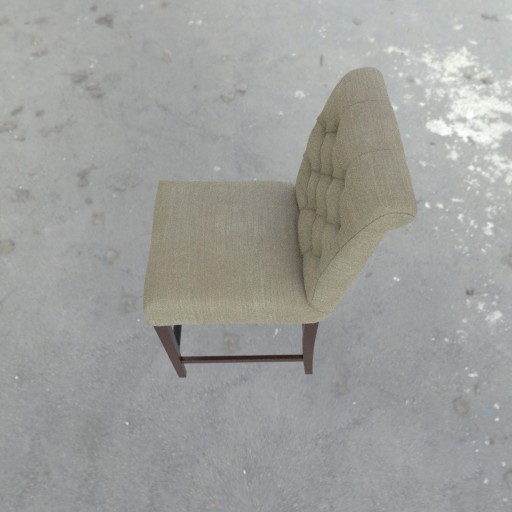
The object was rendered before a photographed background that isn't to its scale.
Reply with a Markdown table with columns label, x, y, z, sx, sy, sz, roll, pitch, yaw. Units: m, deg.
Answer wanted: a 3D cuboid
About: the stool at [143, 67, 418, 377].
| label | x | y | z | sx | sy | sz | roll | pitch | yaw |
| --- | --- | --- | --- | --- | --- | --- | --- | --- | --- |
| stool | 0.000 | 0.000 | 1.441 | 0.660 | 1.084 | 0.486 | -1 | 58 | -1 |
